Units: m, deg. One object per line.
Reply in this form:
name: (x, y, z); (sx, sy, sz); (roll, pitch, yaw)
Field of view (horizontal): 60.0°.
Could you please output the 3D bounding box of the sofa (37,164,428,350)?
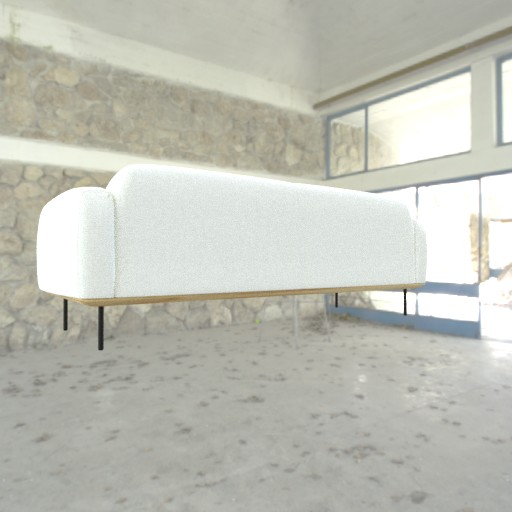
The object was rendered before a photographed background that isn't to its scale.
sofa: (0.000, 0.000, 2.618); (2.280, 0.780, 0.870); (0, -1, -35)
